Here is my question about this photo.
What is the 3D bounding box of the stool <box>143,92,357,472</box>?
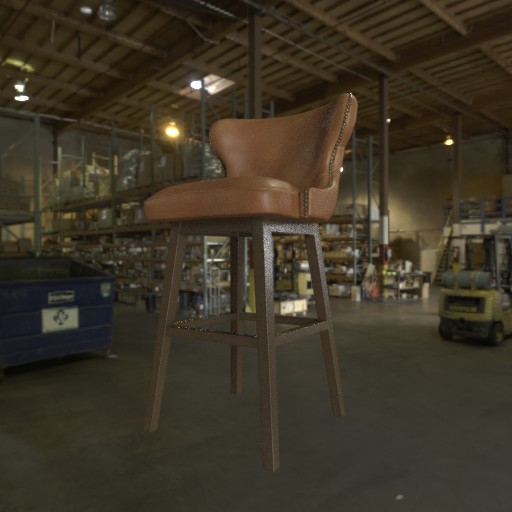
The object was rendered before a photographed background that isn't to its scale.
[{"bbox_3d":[0.000,0.000,1.472,0.591,1.087,0.606,0,0,33],"label":"stool"}]
